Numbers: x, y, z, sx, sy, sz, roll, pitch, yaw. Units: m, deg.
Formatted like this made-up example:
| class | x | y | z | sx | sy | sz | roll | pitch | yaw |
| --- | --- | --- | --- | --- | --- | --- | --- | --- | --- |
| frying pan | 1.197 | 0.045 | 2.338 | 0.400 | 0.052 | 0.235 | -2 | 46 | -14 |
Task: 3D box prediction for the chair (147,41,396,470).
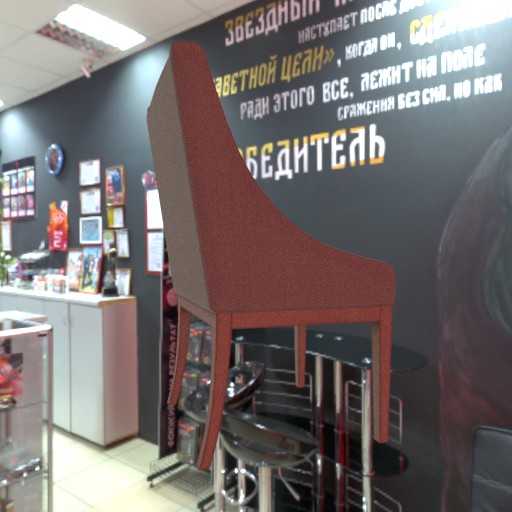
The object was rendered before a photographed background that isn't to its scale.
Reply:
| class | x | y | z | sx | sy | sz | roll | pitch | yaw |
| --- | --- | --- | --- | --- | --- | --- | --- | --- | --- |
| chair | 0.000 | 0.000 | 1.373 | 0.611 | 1.021 | 0.575 | 0 | 1 | -20 |
